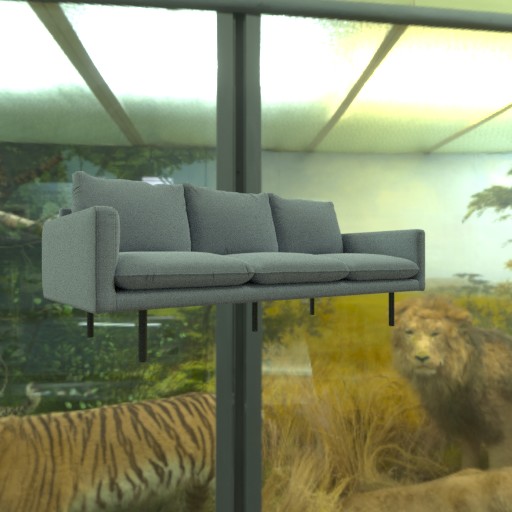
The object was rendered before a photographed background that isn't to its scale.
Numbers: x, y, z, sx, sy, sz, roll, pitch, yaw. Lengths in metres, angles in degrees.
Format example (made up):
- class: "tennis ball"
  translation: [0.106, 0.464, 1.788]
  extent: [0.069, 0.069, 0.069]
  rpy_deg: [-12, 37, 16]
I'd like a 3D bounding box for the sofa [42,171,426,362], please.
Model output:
- class: "sofa"
  translation: [0.000, 0.000, 2.436]
  extent: [2.000, 0.830, 0.850]
  rpy_deg: [0, -1, -37]
